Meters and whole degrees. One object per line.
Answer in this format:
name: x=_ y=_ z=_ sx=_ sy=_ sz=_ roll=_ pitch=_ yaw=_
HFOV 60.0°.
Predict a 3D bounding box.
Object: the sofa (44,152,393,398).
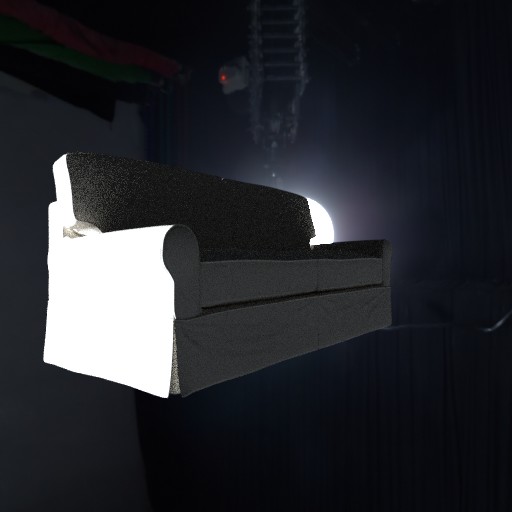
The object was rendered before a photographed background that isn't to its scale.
sofa: x=0.000 y=0.000 z=2.463 sx=0.862 sy=0.937 sz=2.021 roll=0 pitch=0 yaw=38
